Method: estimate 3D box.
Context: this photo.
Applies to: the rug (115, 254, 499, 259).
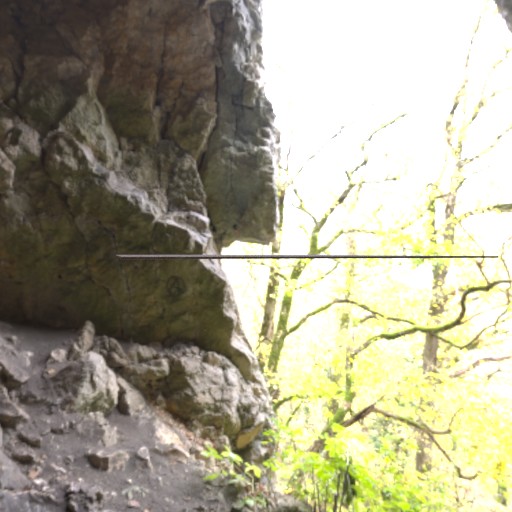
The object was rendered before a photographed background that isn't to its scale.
[{"bbox_3d":[0.000,0.000,3.819,2.286,0.013,2.894,0,0,-18],"label":"rug"}]
